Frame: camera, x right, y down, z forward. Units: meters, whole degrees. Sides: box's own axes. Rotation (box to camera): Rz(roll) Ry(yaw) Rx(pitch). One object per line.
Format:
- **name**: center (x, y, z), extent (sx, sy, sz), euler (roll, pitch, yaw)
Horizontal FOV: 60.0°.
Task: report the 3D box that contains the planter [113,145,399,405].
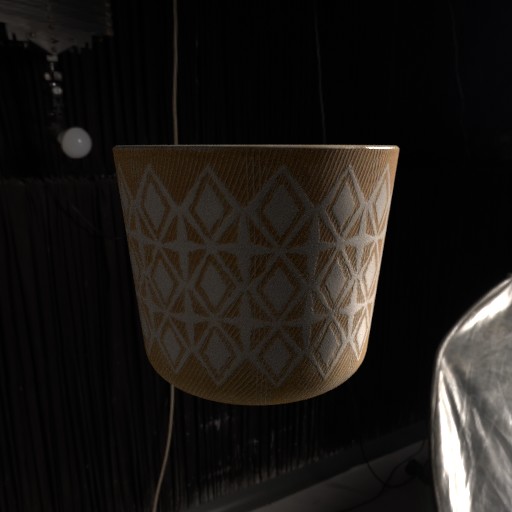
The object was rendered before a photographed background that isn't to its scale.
- **planter**: center (0.000, 0.000, 0.217), extent (0.126, 0.104, 0.126), euler (0, 14, 0)
